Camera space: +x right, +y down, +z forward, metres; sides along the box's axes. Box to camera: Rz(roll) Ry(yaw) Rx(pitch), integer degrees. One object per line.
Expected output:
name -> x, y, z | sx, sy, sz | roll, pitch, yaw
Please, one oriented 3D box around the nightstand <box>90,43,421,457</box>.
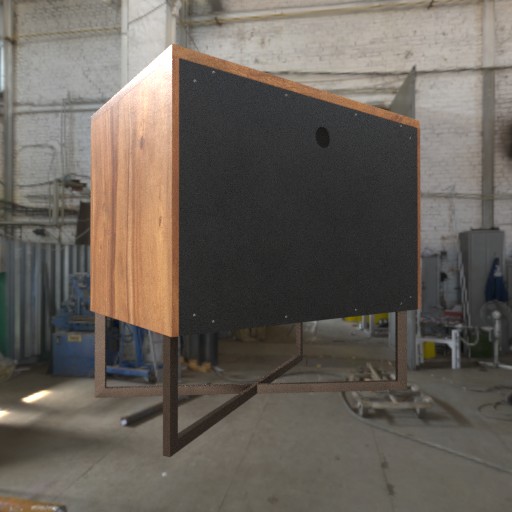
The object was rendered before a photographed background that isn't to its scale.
nightstand -> 0.000, 0.000, 0.996 | 0.613, 0.615, 0.427 | 0, -1, -36
